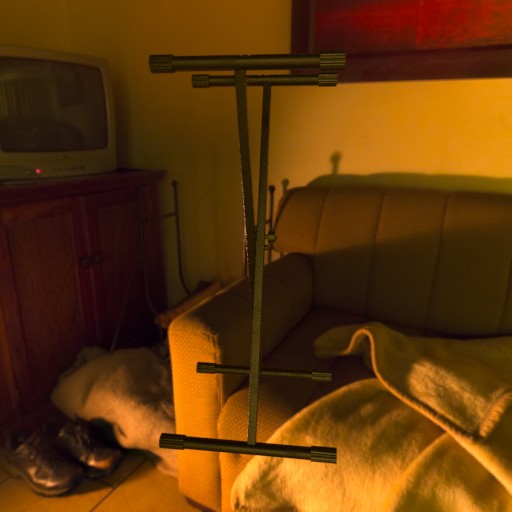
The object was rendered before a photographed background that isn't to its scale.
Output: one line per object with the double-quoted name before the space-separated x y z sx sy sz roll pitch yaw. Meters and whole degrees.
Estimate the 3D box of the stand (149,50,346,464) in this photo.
"stand" 0.000 0.000 1.176 0.449 0.940 0.409 2 16 7
